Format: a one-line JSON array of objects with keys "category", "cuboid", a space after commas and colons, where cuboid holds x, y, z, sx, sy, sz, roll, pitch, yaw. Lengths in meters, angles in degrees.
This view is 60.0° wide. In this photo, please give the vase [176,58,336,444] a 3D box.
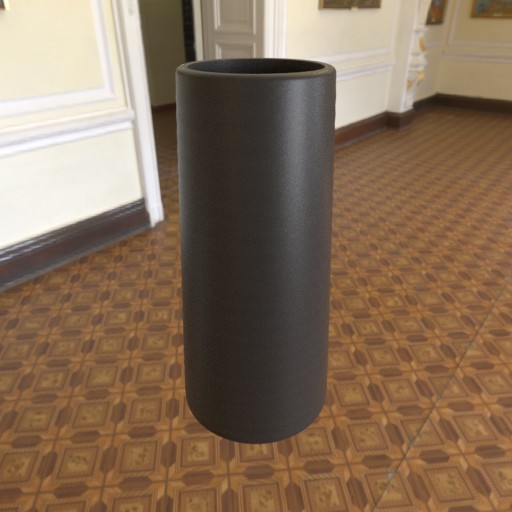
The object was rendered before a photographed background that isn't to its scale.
[{"category": "vase", "cuboid": [0.000, 0.000, 0.363, 0.136, 0.289, 0.136, -21, 35, -32]}]
